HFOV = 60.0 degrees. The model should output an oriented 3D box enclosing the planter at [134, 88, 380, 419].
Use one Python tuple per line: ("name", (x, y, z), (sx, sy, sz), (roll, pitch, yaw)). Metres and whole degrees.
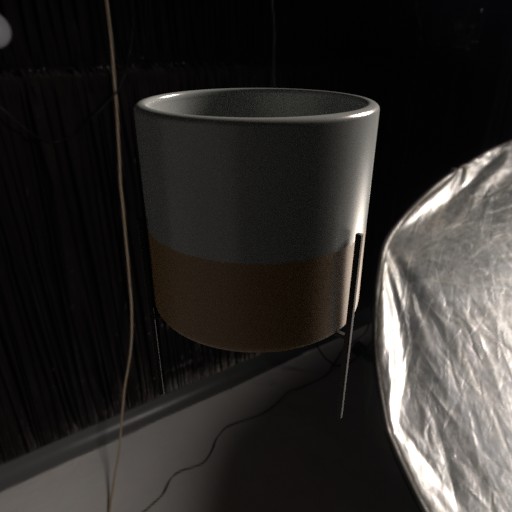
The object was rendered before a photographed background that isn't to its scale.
("planter", (0.000, 0.000, 0.646), (0.310, 0.432, 0.310), (-17, 31, -31))
